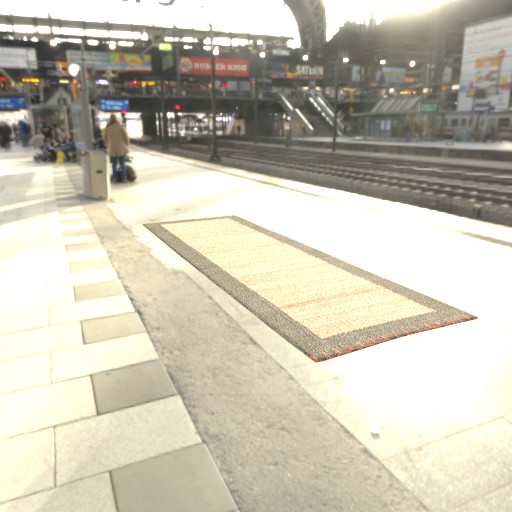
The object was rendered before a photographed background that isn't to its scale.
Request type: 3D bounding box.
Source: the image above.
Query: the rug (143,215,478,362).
[{"bbox_3d":[0.000,0.000,2.657,0.810,0.016,2.413,-8,18,-26],"label":"rug"}]
